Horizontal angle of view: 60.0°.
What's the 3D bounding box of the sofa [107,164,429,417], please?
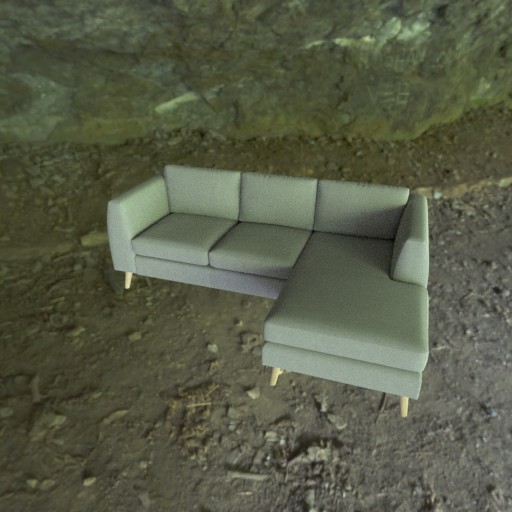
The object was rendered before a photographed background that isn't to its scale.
[{"bbox_3d":[0.000,0.000,3.121,2.300,0.860,1.580,9,28,17],"label":"sofa"}]
